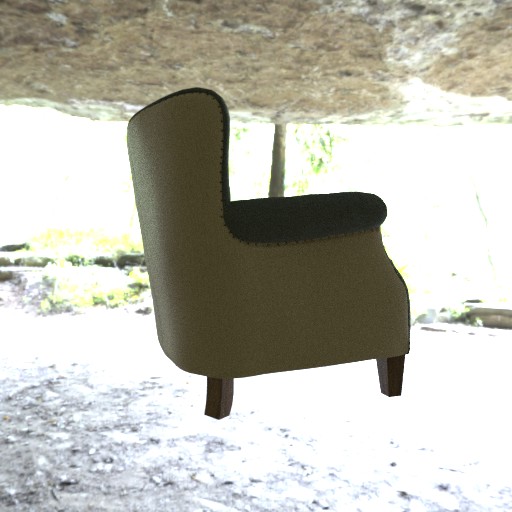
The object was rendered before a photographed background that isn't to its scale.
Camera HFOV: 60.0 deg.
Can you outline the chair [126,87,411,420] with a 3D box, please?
[{"bbox_3d":[0.000,0.000,1.645,0.921,0.936,0.861,0,1,-18],"label":"chair"}]
